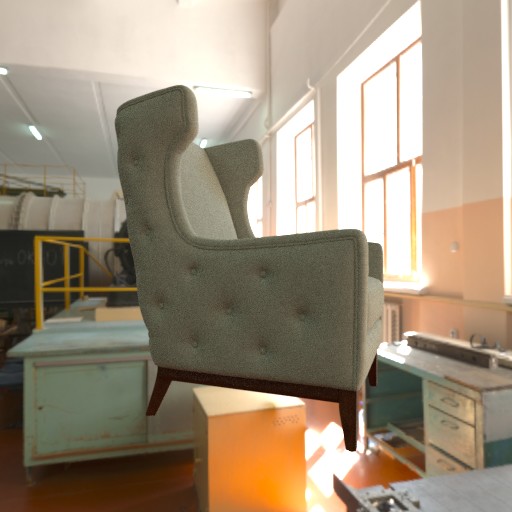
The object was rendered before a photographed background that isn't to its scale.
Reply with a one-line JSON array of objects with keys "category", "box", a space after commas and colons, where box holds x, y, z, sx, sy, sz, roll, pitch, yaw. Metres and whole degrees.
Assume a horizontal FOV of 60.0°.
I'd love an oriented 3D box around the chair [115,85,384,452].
[{"category": "chair", "box": [0.000, 0.000, 1.667, 0.899, 1.079, 0.778, 0, -1, 20]}]
